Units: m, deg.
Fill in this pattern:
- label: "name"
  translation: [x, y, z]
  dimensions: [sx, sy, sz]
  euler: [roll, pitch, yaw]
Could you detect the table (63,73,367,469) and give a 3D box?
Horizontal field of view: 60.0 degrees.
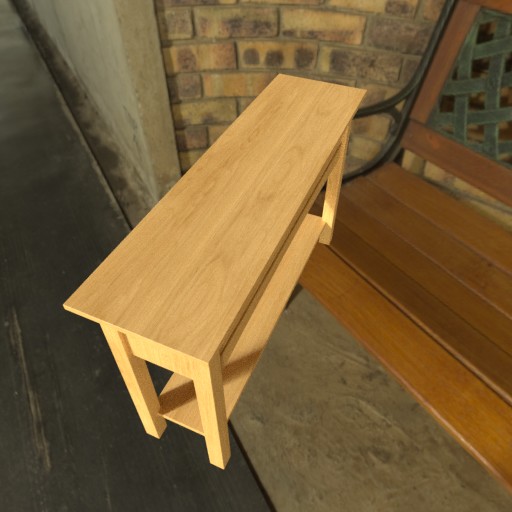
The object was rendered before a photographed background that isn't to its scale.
- label: "table"
  translation: [0.000, 0.000, 1.546]
  dimensions: [0.350, 0.730, 1.240]
  euler: [18, 48, 16]
